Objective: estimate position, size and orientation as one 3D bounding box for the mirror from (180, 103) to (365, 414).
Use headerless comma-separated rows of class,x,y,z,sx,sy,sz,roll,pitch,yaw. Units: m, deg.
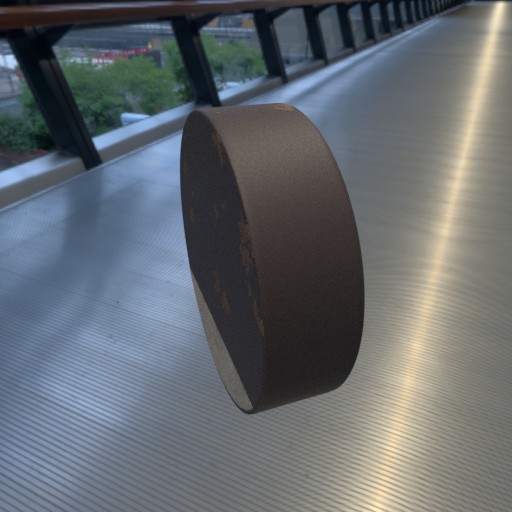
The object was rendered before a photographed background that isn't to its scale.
mirror,0.000,0.000,0.598,0.126,0.386,0.386,-10,31,-17
